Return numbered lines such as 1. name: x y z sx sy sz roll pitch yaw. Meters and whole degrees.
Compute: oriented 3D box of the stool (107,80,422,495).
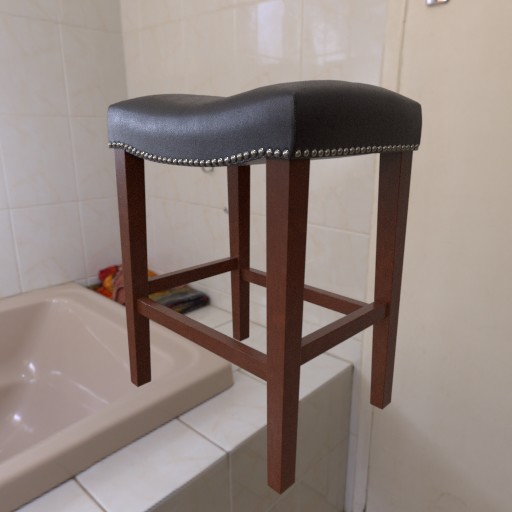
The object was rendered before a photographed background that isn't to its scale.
1. stool: 0.000 0.000 0.926 0.372 0.654 0.504 -15 22 -43
